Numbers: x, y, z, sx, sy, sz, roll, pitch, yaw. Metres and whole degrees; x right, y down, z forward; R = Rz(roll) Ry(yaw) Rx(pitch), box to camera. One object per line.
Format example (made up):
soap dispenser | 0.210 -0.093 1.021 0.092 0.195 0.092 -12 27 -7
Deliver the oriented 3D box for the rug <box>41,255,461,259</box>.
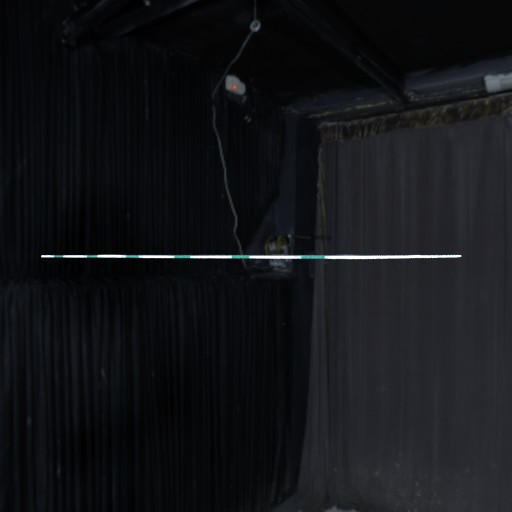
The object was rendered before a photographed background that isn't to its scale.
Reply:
rug | 0.000 0.000 4.102 3.041 0.019 2.434 0 0 36
